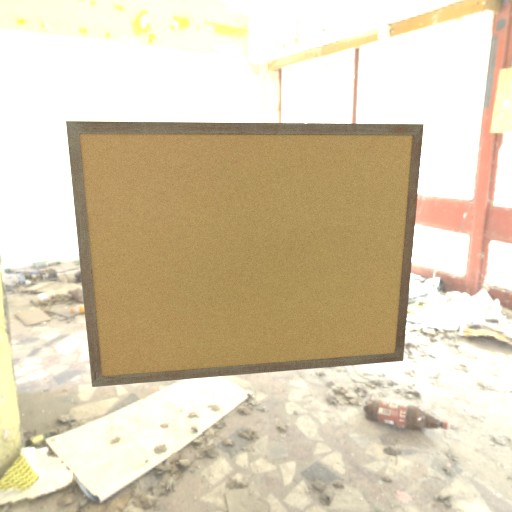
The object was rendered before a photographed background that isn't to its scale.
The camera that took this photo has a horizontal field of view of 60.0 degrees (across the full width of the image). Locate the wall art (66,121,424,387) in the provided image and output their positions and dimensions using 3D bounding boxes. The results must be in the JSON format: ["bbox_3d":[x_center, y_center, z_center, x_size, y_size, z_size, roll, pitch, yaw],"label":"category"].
[{"bbox_3d":[0.000,0.000,1.343,1.012,0.774,0.019,-2,14,-9],"label":"wall art"}]
